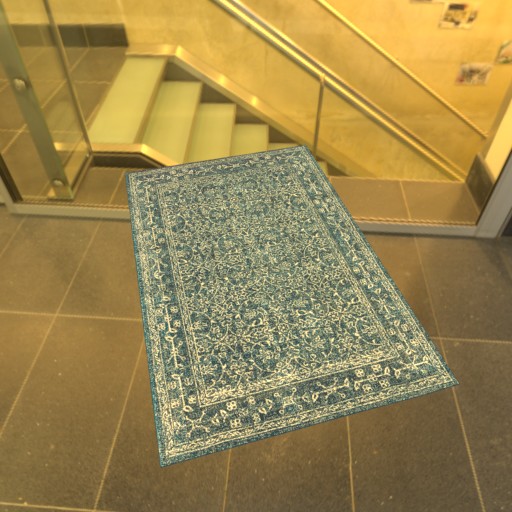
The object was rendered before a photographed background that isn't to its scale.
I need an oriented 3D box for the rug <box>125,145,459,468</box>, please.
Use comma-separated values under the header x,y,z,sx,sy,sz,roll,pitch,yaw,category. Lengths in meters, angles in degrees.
x,y,z,sx,sy,sz,roll,pitch,yaw,category
0.000,0.000,2.276,1.200,0.005,1.819,-11,47,-11,rug
